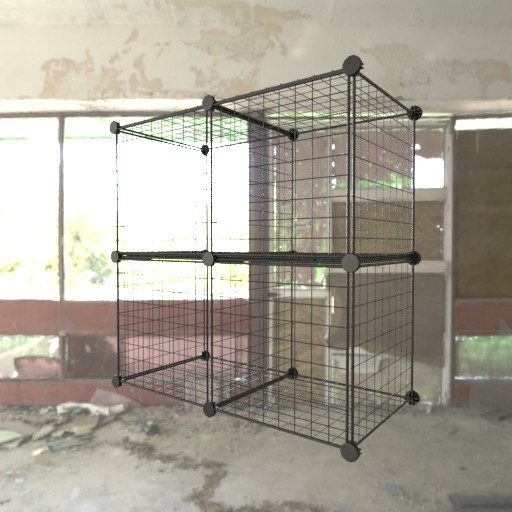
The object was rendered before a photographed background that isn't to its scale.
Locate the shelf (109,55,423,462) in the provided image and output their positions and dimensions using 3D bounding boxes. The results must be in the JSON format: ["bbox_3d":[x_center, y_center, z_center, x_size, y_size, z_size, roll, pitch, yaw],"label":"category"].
[{"bbox_3d":[0.000,0.000,1.120,0.711,0.711,0.356,1,2,37],"label":"shelf"}]
